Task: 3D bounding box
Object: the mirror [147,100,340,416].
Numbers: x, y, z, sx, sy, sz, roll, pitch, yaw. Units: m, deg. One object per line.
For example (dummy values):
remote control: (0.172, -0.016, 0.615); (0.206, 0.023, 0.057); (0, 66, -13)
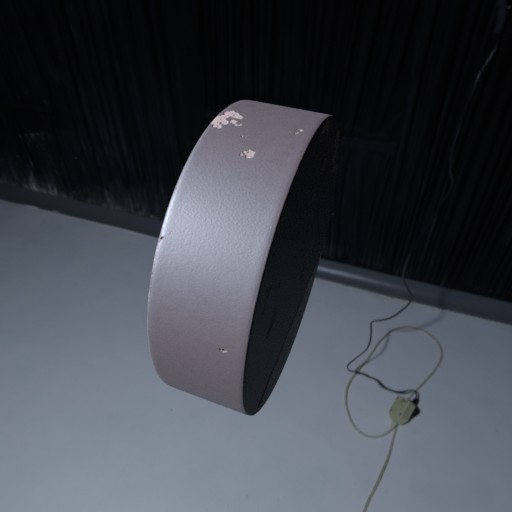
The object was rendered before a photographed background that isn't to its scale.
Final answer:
mirror: (0.000, 0.000, 0.594); (0.126, 0.386, 0.386); (15, 48, 15)
